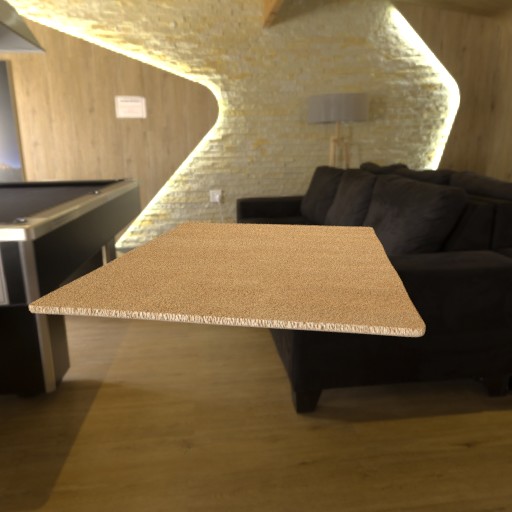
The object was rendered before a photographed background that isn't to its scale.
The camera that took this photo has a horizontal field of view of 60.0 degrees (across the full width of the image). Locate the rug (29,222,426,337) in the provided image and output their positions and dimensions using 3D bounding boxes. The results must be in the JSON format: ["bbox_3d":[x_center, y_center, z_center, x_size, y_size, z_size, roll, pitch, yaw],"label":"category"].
[{"bbox_3d":[0.000,0.000,2.058,1.199,0.025,1.600,2,14,9],"label":"rug"}]
